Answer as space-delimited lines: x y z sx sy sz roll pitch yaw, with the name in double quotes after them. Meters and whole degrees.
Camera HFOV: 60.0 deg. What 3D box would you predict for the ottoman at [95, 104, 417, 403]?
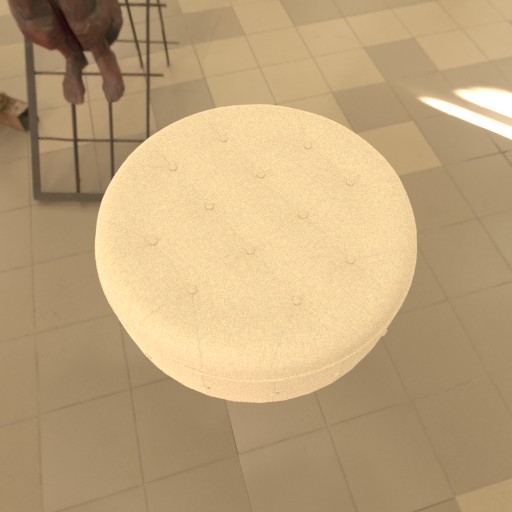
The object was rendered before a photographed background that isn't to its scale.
0.000 0.000 1.332 0.848 0.494 0.848 0 59 0 "ottoman"
